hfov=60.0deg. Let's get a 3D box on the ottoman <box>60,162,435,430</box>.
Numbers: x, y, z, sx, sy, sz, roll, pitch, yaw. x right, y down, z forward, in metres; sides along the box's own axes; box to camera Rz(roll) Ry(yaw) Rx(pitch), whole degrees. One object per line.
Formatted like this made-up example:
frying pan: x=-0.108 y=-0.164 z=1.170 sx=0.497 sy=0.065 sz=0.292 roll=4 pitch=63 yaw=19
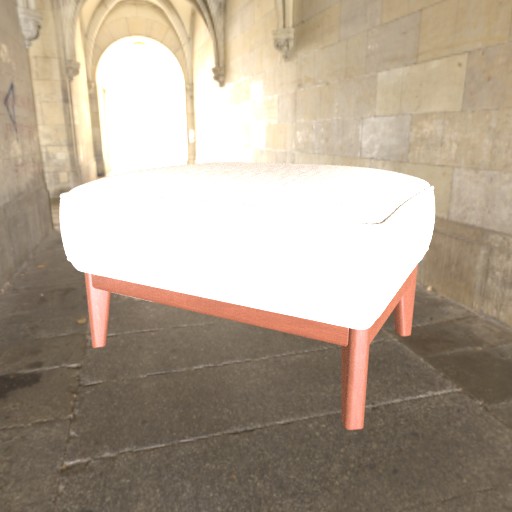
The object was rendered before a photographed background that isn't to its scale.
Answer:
ottoman: x=0.000 y=0.000 z=1.159 sx=0.794 sy=0.465 sz=0.594 roll=8 pitch=17 yaw=28
